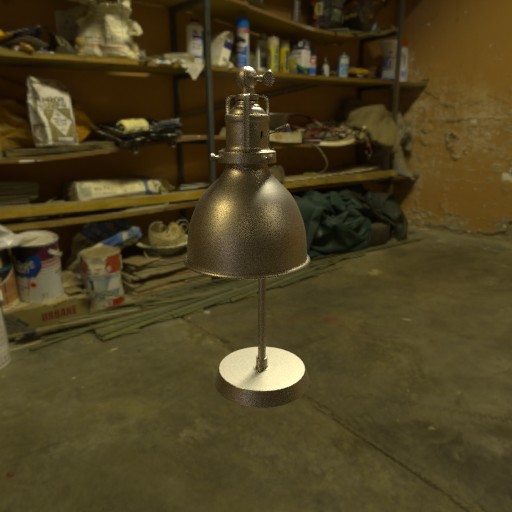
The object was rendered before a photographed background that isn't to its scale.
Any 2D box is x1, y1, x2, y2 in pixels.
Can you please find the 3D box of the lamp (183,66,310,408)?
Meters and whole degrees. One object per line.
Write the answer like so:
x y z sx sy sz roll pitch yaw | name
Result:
0.000 0.000 0.597 0.153 0.456 0.286 2 16 8 | lamp
